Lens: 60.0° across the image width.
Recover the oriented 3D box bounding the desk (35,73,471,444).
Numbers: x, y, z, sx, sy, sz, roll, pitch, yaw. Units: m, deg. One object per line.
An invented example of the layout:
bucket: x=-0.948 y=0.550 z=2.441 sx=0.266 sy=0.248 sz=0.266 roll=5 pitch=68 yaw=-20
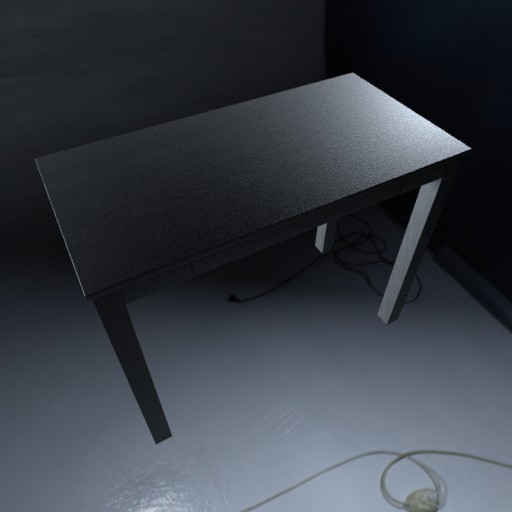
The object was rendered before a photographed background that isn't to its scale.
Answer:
desk: x=0.000 y=0.000 z=1.403 sx=0.991 sy=0.762 sz=0.499 roll=-22 pitch=51 yaw=-19
